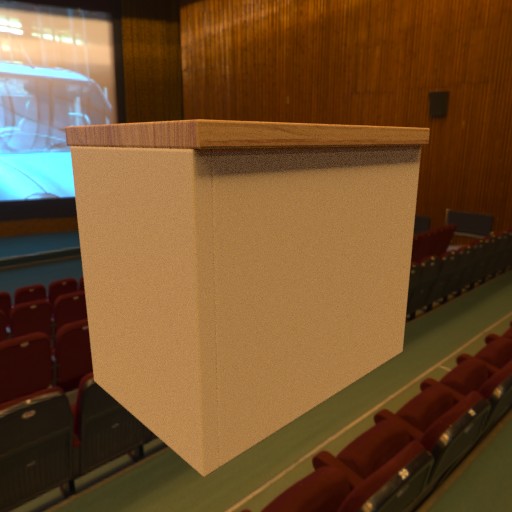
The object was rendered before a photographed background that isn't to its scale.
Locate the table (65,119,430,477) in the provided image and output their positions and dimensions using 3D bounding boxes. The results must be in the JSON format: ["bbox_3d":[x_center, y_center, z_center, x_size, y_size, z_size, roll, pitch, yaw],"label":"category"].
[{"bbox_3d":[0.000,0.000,0.790,0.500,0.440,0.360,-14,20,-42],"label":"table"}]
